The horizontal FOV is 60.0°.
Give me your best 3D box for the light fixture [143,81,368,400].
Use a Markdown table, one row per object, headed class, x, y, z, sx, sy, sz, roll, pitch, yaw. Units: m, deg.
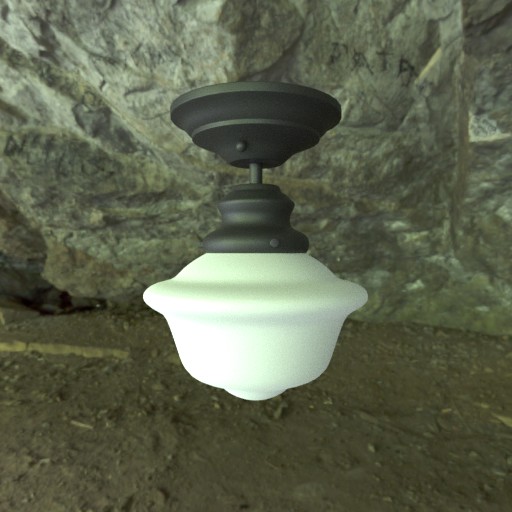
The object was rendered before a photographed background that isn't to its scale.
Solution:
| class | x | y | z | sx | sy | sz | roll | pitch | yaw |
| --- | --- | --- | --- | --- | --- | --- | --- | --- | --- |
| light fixture | 0.000 | 0.000 | 0.397 | 0.197 | 0.254 | 0.197 | 0 | 0 | 0 |
